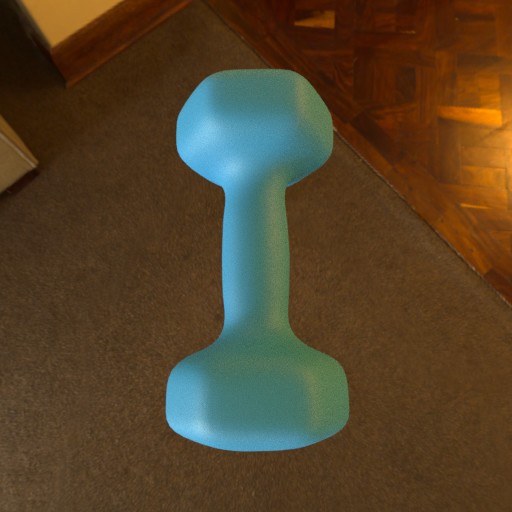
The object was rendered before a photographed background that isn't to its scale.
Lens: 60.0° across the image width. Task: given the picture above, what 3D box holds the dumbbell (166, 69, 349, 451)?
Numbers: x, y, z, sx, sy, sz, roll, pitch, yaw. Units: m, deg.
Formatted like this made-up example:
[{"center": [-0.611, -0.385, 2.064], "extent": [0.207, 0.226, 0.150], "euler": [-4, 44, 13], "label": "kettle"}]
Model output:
[{"center": [0.000, 0.000, 0.190], "extent": [0.074, 0.066, 0.152], "euler": [0, 76, 0], "label": "dumbbell"}]
